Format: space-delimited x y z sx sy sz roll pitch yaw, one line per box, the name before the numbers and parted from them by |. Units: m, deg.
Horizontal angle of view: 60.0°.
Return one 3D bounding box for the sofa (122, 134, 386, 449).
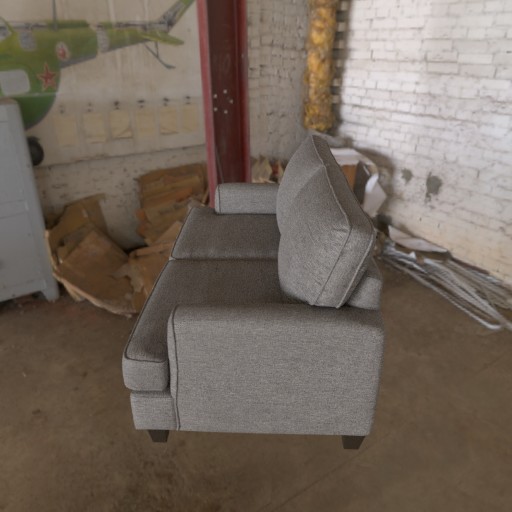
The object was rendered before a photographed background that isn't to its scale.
sofa | 0.000 0.000 2.270 0.965 0.965 1.651 1 26 2
